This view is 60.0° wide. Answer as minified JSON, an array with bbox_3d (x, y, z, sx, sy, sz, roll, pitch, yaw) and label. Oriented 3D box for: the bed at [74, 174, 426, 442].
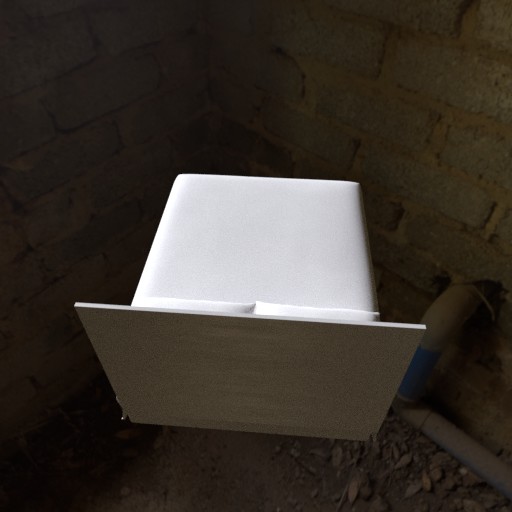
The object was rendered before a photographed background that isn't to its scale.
[{"bbox_3d":[0.000,0.000,3.217,1.745,1.335,2.094,3,46,3],"label":"bed"}]
